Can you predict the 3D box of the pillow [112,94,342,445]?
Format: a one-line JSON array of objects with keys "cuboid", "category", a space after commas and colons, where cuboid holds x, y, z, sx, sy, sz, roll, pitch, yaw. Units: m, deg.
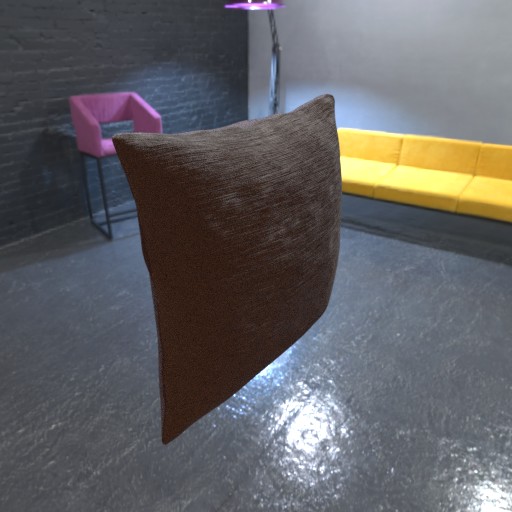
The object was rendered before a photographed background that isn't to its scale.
[{"cuboid": [0.000, 0.000, 0.685, 0.204, 0.439, 0.452, 19, 32, 32], "category": "pillow"}]
